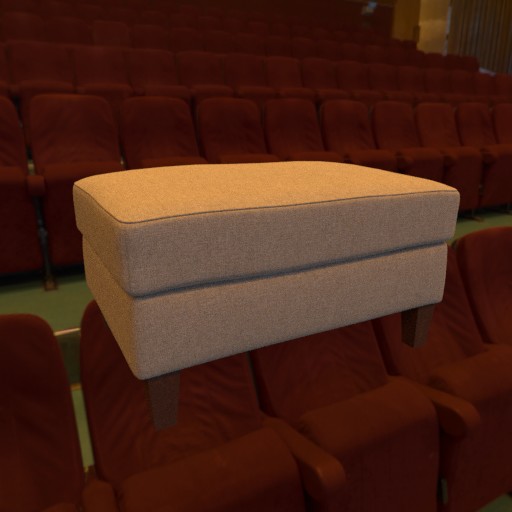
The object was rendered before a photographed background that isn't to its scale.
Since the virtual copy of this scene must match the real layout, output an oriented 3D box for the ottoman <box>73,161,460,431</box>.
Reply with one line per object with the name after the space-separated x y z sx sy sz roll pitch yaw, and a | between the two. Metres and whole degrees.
0.000 0.000 1.285 0.898 0.519 0.677 -9 18 -27 | ottoman
